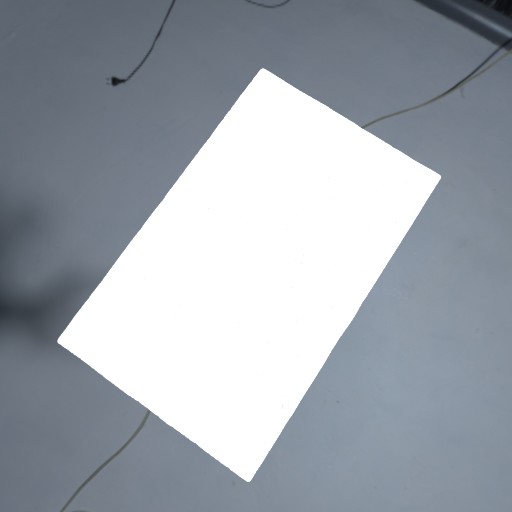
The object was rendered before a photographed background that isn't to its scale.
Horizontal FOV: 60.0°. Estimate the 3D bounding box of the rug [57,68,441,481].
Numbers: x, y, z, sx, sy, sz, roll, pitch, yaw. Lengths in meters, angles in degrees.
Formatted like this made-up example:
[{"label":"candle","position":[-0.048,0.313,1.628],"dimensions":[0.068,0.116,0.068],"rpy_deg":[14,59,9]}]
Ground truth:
[{"label":"rug","position":[0.000,0.000,3.042],"dimensions":[1.546,0.010,2.442],"rpy_deg":[34,81,6]}]
